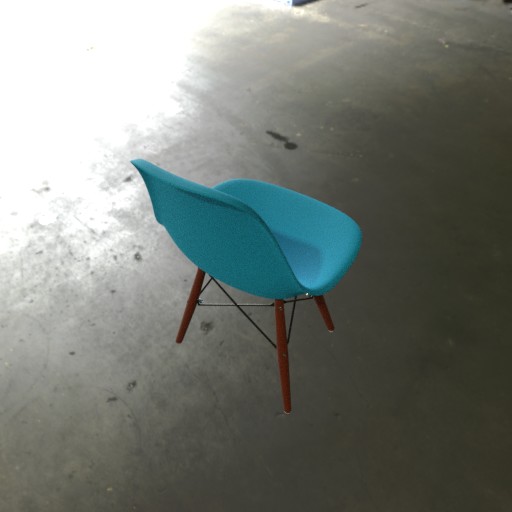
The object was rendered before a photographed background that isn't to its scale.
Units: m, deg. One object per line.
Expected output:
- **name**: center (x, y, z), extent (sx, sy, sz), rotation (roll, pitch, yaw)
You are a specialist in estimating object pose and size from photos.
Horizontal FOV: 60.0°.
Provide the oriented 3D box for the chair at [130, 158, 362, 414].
- **chair**: center (0.000, 0.000, 1.163), extent (0.470, 0.826, 0.533), rotation (25, 52, 21)
